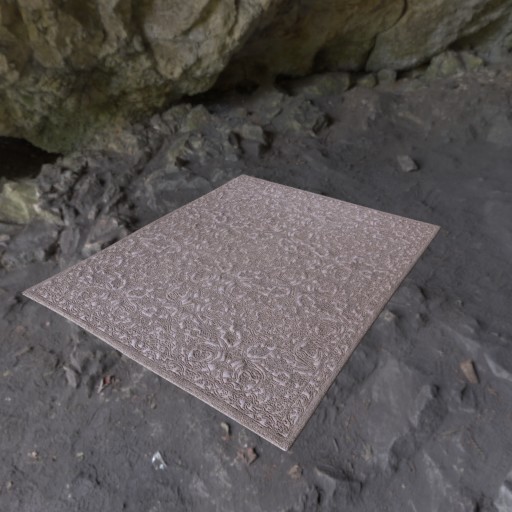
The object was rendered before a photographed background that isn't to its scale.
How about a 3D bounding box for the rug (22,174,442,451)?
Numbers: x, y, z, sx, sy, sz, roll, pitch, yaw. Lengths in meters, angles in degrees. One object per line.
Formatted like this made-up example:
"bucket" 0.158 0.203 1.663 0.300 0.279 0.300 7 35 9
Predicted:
"rug" 0.000 0.000 3.988 2.472 0.035 3.017 20 37 28
